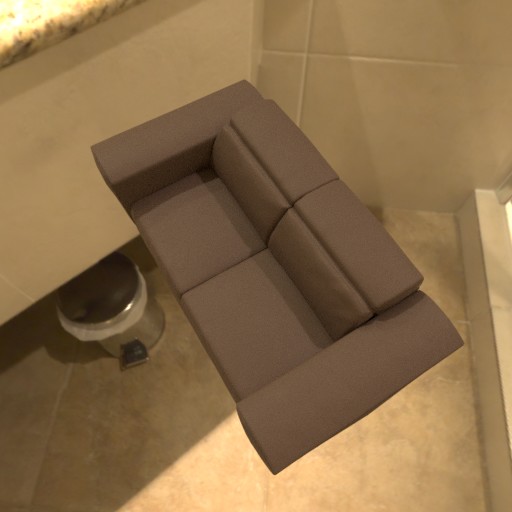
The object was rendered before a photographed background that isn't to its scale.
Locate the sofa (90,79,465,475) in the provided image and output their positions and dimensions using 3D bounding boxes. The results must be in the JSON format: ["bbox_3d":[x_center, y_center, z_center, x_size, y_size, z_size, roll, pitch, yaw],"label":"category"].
[{"bbox_3d":[0.000,0.000,2.359,1.003,0.779,1.895,-29,67,-13],"label":"sofa"}]
